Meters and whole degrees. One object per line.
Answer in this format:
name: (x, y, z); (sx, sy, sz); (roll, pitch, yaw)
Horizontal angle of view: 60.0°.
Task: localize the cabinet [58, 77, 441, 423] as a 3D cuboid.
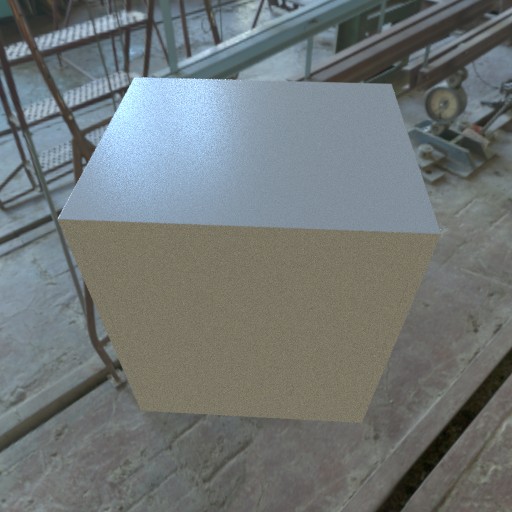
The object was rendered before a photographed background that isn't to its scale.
cabinet: (0.000, 0.000, 0.755); (0.400, 0.470, 0.360); (2, 47, 2)
